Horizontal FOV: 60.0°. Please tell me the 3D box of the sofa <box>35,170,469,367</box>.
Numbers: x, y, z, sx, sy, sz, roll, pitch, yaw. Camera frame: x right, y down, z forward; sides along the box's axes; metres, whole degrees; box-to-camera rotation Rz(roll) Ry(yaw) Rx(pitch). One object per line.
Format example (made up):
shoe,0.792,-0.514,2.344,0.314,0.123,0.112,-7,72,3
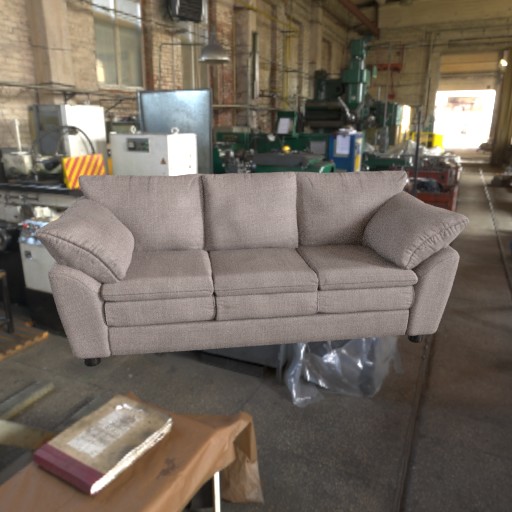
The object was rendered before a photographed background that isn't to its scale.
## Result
sofa,0.000,0.000,2.791,2.334,0.996,0.878,-2,16,-8
